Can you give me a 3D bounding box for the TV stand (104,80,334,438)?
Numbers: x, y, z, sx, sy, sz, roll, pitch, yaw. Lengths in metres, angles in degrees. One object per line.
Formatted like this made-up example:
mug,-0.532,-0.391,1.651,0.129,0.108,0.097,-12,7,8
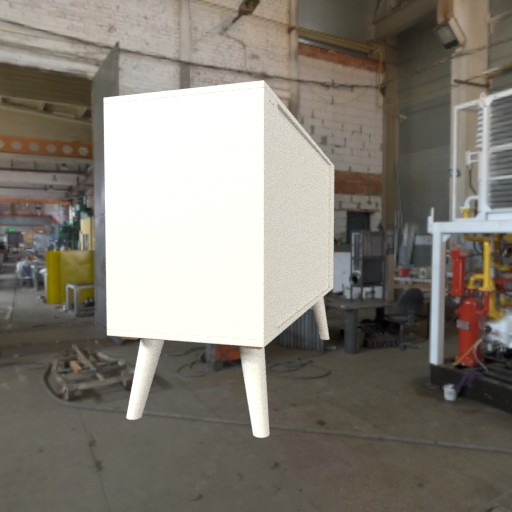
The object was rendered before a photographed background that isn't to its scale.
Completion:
TV stand,0.000,0.000,1.602,0.406,0.812,1.193,1,3,17
